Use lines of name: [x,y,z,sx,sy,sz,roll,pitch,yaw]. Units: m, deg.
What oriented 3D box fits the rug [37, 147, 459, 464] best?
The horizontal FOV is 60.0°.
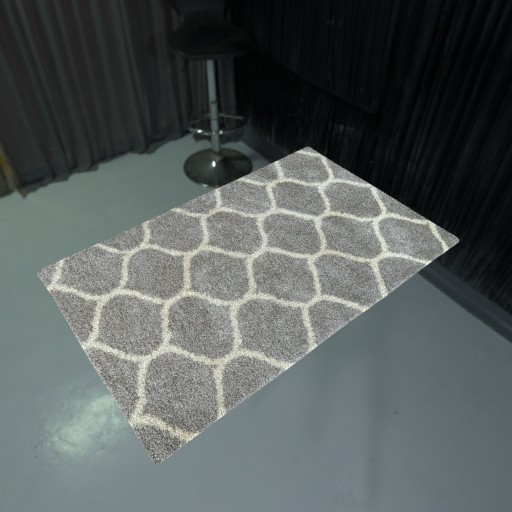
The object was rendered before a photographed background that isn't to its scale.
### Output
rug: [0.000,0.000,2.899,2.348,0.025,1.501,-30,52,-26]
